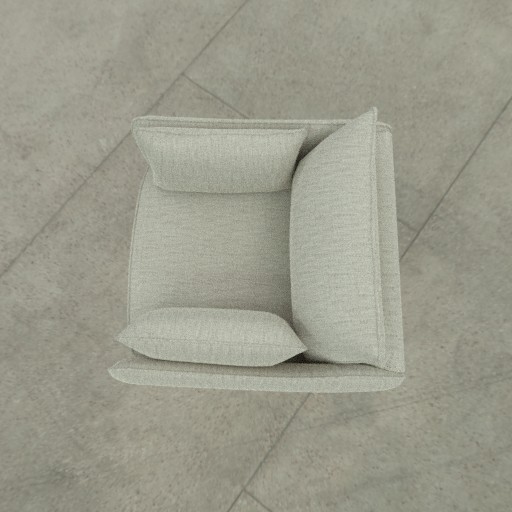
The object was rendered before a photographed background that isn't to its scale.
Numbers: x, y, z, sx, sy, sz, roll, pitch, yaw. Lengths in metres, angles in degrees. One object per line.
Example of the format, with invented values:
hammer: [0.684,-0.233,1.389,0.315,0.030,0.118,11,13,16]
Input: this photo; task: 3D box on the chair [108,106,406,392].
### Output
chair: [0.000,0.000,1.719,0.991,0.855,0.994,1,76,0]
